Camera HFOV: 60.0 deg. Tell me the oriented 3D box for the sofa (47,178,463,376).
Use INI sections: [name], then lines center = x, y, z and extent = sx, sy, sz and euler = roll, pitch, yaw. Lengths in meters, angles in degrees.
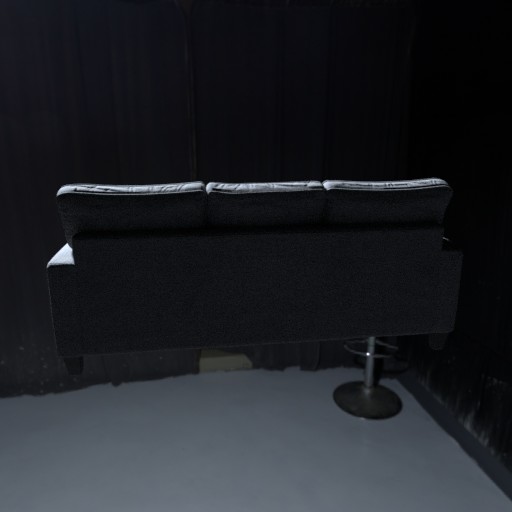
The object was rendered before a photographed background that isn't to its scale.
[sofa]
center = 0.000, 0.000, 2.693
extent = 2.158, 0.965, 0.951
euler = -2, 15, -8
